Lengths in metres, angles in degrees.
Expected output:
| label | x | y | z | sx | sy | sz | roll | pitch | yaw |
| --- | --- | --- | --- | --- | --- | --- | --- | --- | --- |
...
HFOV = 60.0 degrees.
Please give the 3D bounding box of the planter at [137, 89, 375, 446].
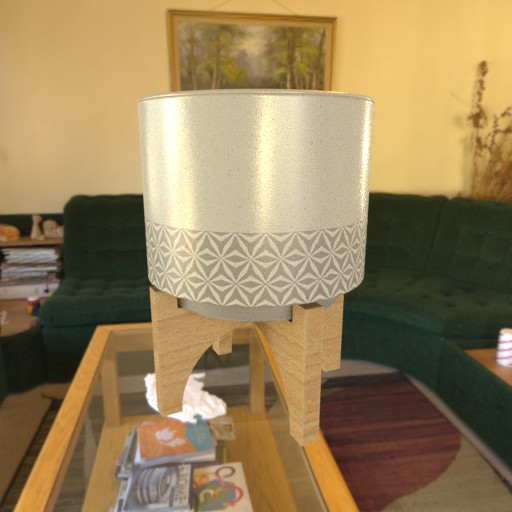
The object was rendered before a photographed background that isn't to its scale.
| label | x | y | z | sx | sy | sz | roll | pitch | yaw |
| --- | --- | --- | --- | --- | --- | --- | --- | --- | --- |
| planter | 0.000 | 0.000 | 0.521 | 0.249 | 0.343 | 0.249 | 0 | 14 | 0 |
